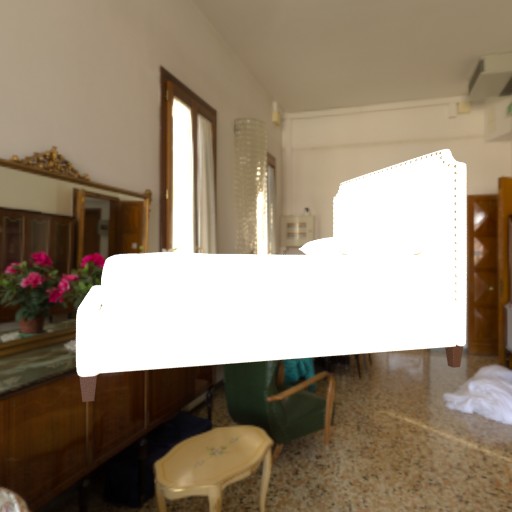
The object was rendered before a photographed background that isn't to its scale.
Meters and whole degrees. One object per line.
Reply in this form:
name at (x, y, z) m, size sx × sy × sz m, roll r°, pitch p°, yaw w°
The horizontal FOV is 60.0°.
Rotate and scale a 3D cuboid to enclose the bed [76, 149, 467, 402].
bed at (0.000, 0.000, 3.294) m, size 2.365 × 1.443 × 1.712 m, roll 0°, pitch 0°, yaw -18°
